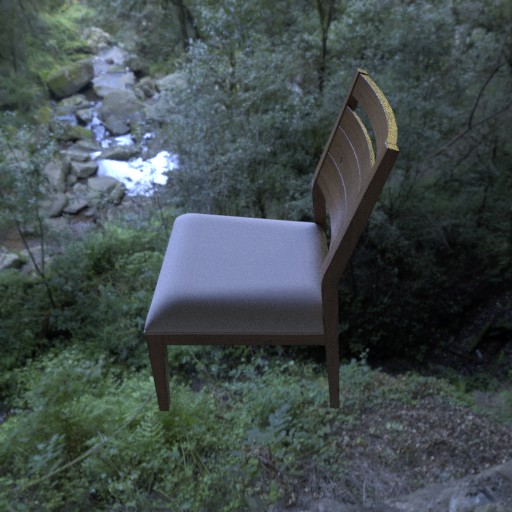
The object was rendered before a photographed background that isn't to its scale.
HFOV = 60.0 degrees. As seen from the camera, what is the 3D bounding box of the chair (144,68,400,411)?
[{"bbox_3d":[0.000,0.000,1.306,0.610,0.939,0.497,1,42,2],"label":"chair"}]
